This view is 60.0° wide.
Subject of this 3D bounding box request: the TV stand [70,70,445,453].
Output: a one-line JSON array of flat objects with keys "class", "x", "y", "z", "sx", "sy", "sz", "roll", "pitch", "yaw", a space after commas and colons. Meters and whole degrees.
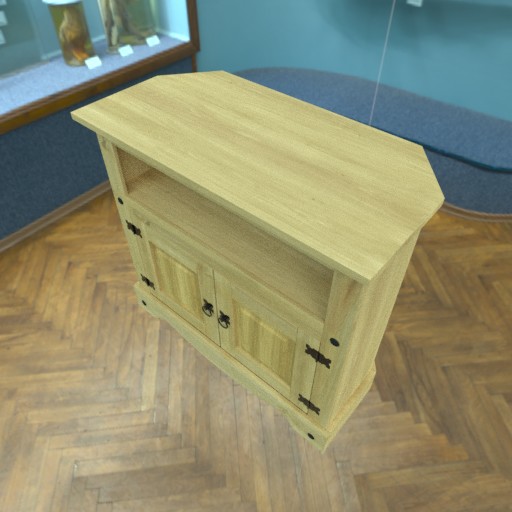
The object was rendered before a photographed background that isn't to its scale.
[{"class": "TV stand", "x": 0.000, "y": 0.000, "z": 1.297, "sx": 0.851, "sy": 0.781, "sz": 0.425, "roll": 32, "pitch": 53, "yaw": 27}]
